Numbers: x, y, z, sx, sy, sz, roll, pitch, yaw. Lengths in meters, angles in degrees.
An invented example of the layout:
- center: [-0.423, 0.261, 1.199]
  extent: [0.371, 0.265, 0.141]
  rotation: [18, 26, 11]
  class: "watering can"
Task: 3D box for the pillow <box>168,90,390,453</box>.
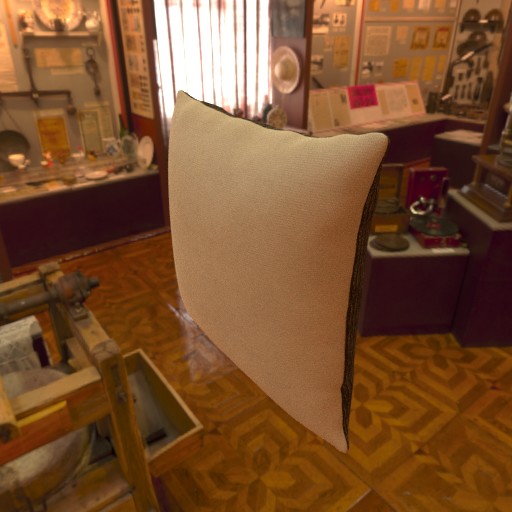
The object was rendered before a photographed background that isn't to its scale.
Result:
- center: [0.000, 0.000, 0.666]
  extent: [0.196, 0.434, 0.433]
  rotation: [-18, 32, -31]
  class: "pillow"
